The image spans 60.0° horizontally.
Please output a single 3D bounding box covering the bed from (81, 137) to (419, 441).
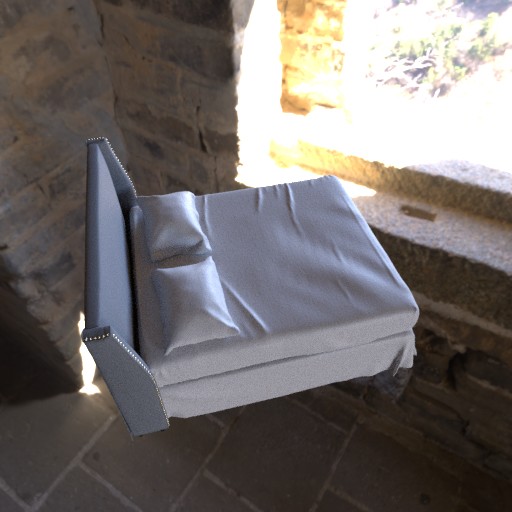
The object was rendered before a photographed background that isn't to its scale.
[{"bbox_3d":[0.000,0.000,3.474,2.276,1.332,1.925,-10,48,-10],"label":"bed"}]
